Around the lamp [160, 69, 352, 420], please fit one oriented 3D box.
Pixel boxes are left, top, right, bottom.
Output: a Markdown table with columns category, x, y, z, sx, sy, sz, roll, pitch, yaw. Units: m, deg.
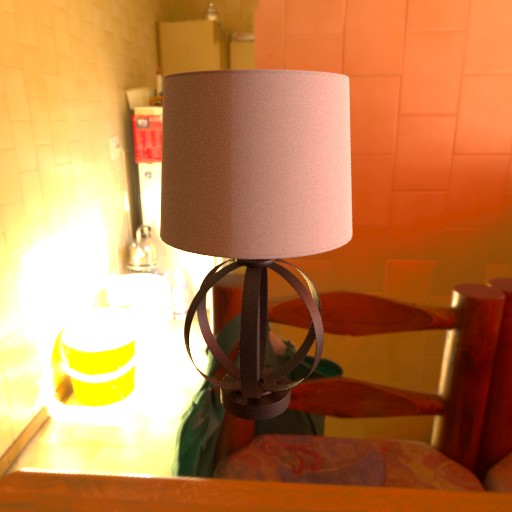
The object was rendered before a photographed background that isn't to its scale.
| category | x | y | z | sx | sy | sz | roll | pitch | yaw |
| --- | --- | --- | --- | --- | --- | --- | --- | --- | --- |
| lamp | 0.000 | 0.000 | 0.686 | 0.286 | 0.510 | 0.286 | 0 | 17 | 0 |
